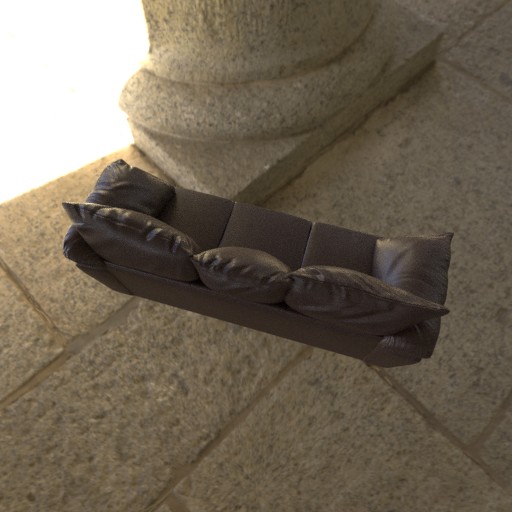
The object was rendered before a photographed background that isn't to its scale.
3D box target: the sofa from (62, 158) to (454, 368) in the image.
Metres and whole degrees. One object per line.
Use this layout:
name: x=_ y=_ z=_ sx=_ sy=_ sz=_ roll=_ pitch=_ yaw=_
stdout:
sofa: x=0.000 y=0.000 z=2.951 sx=2.390 sy=1.091 sz=0.907 roll=15 pitch=63 yaw=8
